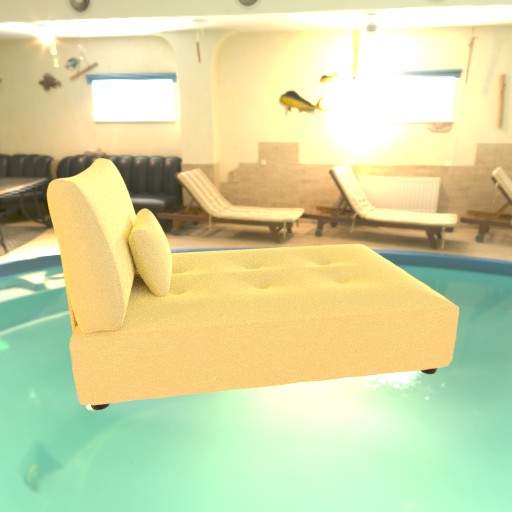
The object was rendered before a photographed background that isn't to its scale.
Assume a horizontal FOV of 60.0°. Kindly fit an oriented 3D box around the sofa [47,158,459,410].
[{"bbox_3d":[0.000,0.000,1.970,1.450,0.820,0.930,-3,18,-10],"label":"sofa"}]
